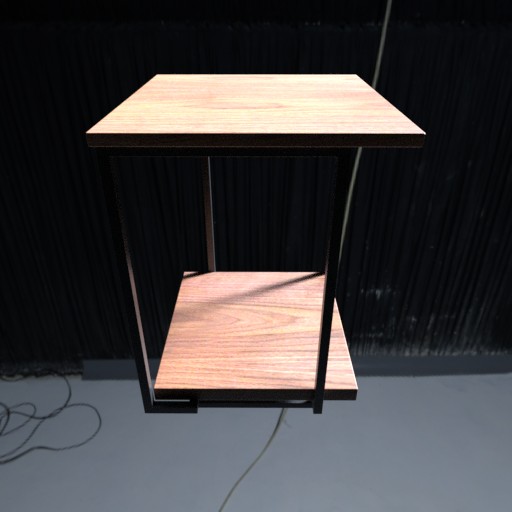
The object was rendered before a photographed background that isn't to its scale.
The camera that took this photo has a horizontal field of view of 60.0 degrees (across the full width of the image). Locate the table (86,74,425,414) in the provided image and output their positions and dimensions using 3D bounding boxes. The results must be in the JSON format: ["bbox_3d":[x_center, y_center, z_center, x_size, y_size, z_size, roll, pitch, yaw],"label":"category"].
[{"bbox_3d":[0.000,0.000,0.820,0.384,0.567,0.411,0,31,0],"label":"table"}]
